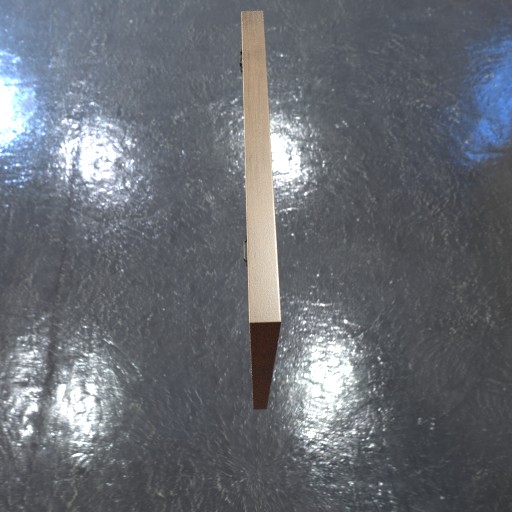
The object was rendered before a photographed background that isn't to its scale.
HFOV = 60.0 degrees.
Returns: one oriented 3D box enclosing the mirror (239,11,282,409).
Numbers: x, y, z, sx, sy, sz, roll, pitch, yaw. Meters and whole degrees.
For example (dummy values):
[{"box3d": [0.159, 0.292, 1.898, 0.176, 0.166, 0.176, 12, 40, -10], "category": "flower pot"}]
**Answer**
[{"box3d": [0.000, 0.000, 0.901, 0.039, 0.711, 0.508, -2, 64, -1], "category": "mirror"}]
